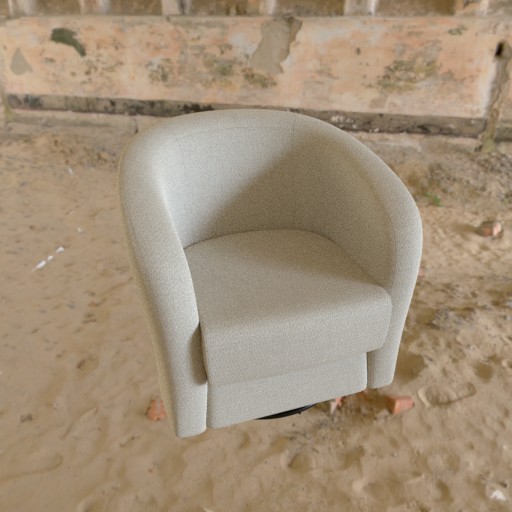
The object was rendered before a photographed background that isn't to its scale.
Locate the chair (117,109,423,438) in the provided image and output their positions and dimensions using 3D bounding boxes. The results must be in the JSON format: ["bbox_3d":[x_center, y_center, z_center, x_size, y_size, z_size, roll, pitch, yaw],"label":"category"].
[{"bbox_3d":[0.000,0.000,1.430,0.791,0.771,0.815,-9,31,-15],"label":"chair"}]
